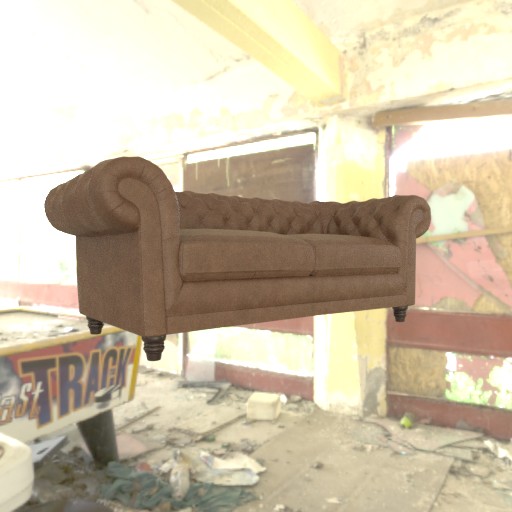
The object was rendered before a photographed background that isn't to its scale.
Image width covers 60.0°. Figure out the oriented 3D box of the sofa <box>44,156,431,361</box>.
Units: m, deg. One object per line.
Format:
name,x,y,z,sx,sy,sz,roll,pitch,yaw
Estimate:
sofa,0.000,0.000,2.479,2.048,0.784,0.955,0,0,-37
